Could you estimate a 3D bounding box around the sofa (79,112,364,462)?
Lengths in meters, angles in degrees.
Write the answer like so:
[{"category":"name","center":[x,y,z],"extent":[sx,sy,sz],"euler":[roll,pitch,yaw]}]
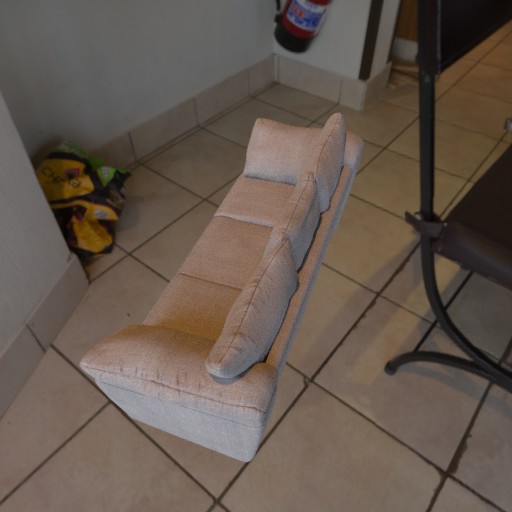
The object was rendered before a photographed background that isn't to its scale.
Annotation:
[{"category":"sofa","center":[0.000,0.000,2.811],"extent":[0.878,0.996,2.334],"euler":[15,48,14]}]
